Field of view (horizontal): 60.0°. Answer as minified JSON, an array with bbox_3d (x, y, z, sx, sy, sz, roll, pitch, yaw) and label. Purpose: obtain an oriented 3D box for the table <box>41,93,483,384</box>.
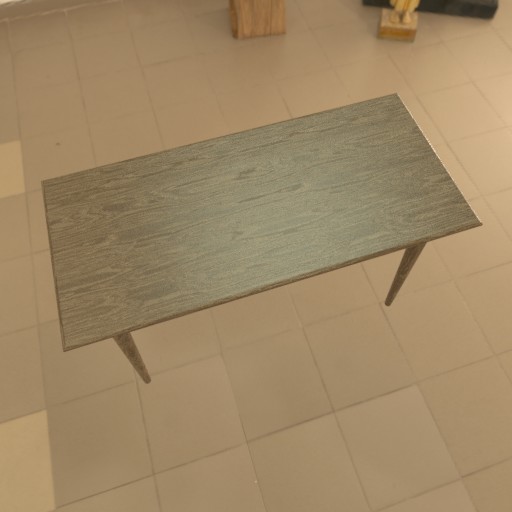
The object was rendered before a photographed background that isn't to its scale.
[{"bbox_3d":[0.000,0.000,1.767,1.300,0.780,0.599,-16,64,-8],"label":"table"}]
